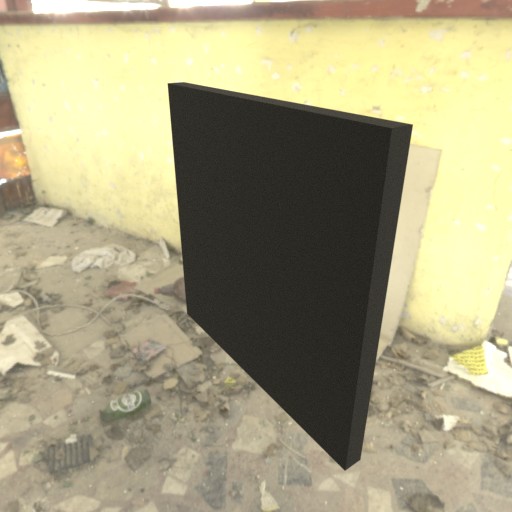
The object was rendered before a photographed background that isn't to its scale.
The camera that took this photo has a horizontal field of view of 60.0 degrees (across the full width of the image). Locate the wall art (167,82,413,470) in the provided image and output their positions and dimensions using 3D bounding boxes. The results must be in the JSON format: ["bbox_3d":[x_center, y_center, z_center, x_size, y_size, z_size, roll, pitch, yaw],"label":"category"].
[{"bbox_3d":[0.000,0.000,0.677,0.030,0.458,0.462,-18,32,-31],"label":"wall art"}]
